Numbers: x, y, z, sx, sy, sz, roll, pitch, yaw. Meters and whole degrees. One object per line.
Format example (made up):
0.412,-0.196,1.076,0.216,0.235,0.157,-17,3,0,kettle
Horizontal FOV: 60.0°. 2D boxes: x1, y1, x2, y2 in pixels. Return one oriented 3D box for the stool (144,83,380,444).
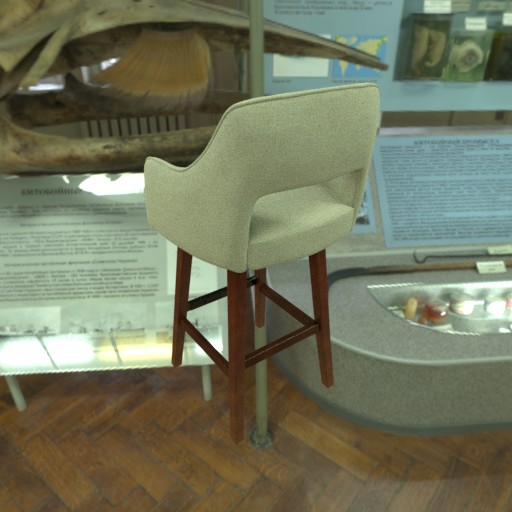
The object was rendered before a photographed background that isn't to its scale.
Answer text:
0.000,0.000,1.357,0.550,1.041,0.560,-20,35,-31,stool
